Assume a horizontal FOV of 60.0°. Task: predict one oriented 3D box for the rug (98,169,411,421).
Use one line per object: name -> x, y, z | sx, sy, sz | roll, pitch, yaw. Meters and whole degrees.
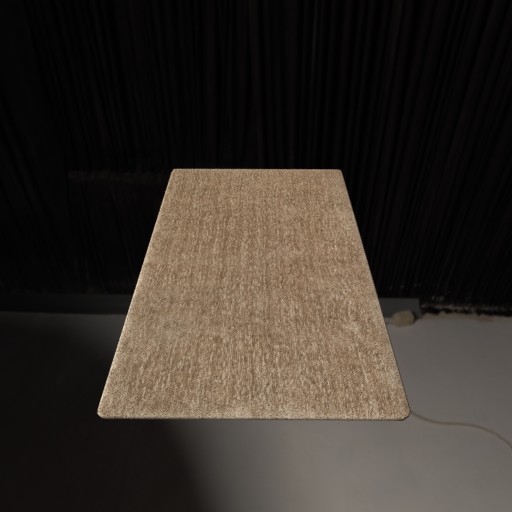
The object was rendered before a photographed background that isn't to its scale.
rug -> 0.000, 0.000, 3.094 | 1.539, 0.024, 2.469 | 0, 40, 0
